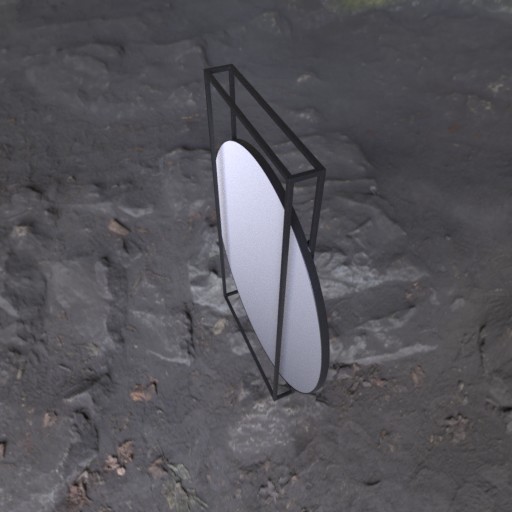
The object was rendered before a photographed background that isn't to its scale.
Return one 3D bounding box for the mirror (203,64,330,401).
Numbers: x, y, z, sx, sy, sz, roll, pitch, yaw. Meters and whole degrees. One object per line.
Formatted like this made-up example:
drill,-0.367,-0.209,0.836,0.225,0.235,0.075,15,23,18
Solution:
mirror,0.000,0.000,0.849,0.051,0.603,0.508,-18,50,-15
